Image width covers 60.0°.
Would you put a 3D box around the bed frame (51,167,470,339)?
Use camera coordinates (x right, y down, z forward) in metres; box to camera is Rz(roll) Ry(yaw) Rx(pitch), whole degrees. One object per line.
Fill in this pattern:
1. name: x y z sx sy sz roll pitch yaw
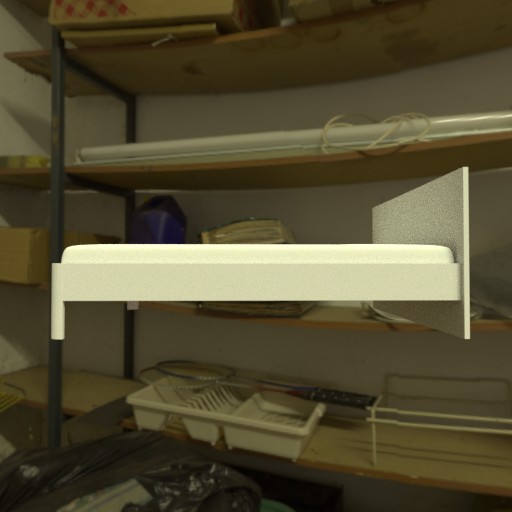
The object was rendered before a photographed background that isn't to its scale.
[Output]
1. bed frame: 0.000 0.000 2.785 1.950 0.800 1.490 0 -1 -1
